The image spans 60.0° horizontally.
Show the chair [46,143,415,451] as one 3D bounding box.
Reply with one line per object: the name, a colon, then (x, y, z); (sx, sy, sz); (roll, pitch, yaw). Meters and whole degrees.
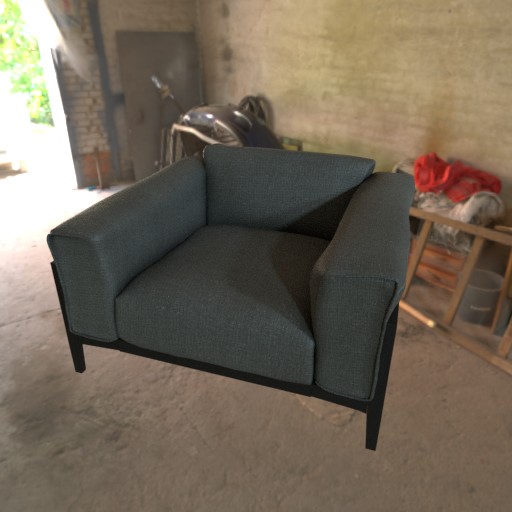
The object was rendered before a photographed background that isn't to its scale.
chair: (0.000, 0.000, 1.656); (1.056, 0.646, 0.969); (9, 28, 17)
